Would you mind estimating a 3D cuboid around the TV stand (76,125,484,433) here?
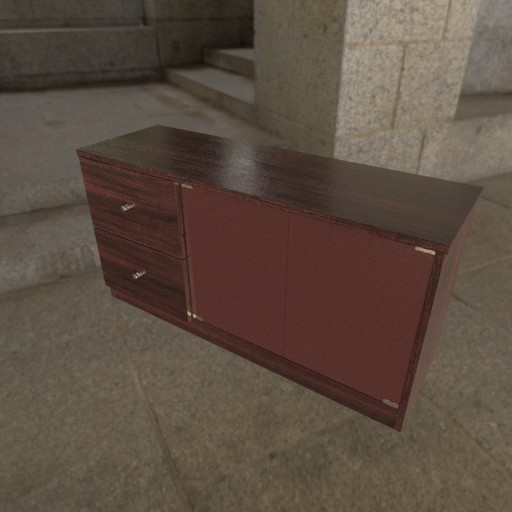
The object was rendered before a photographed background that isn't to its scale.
[{"bbox_3d":[0.000,0.000,1.476,1.192,0.614,0.404,19,35,28],"label":"TV stand"}]
